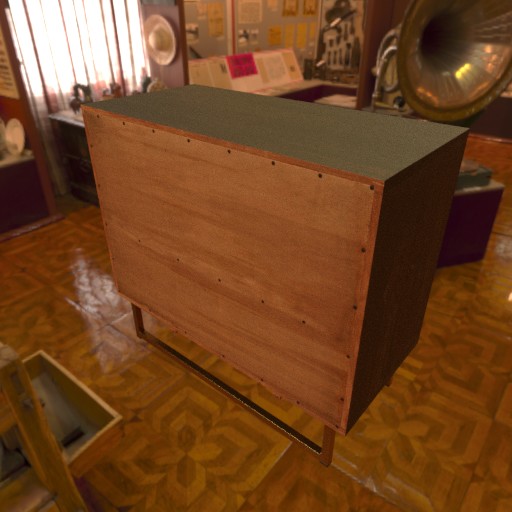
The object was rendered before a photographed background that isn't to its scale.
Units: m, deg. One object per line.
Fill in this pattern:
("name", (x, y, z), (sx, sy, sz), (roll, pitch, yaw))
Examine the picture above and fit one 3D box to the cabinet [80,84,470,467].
("cabinet", (0.000, 0.000, 1.386), (0.950, 0.860, 0.451), (23, 38, 34))
